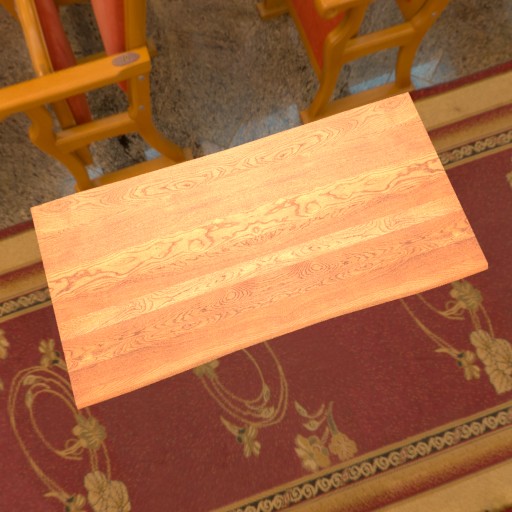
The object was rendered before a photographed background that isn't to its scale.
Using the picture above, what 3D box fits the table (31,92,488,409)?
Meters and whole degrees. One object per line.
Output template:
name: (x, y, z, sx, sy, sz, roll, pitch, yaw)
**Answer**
table: (0.000, 0.000, 2.270, 1.800, 0.770, 0.900, -18, 78, -4)
